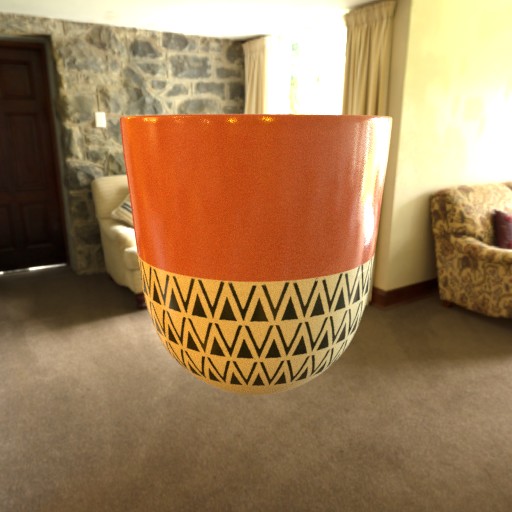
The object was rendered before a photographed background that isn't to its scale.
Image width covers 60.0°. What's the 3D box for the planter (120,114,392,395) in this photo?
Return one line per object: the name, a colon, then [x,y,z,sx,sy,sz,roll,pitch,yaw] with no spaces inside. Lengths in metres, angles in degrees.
planter: [0.000,0.000,0.359,0.195,0.214,0.195,0,16,0]
